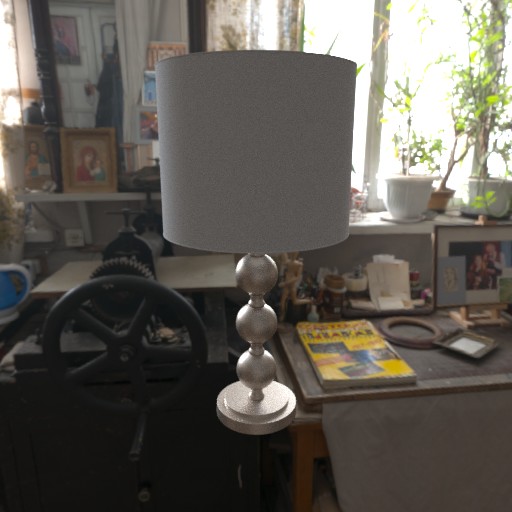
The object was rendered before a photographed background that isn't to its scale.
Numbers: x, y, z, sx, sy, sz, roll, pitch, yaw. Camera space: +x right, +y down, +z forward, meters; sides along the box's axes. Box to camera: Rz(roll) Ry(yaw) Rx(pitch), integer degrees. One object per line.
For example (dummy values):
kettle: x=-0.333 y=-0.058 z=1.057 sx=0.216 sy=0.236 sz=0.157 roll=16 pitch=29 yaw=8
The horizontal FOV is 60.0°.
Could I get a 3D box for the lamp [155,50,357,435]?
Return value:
lamp: x=0.000 y=0.000 z=0.684 sx=0.277 sy=0.538 sz=0.277 roll=14 pitch=20 yaw=42
